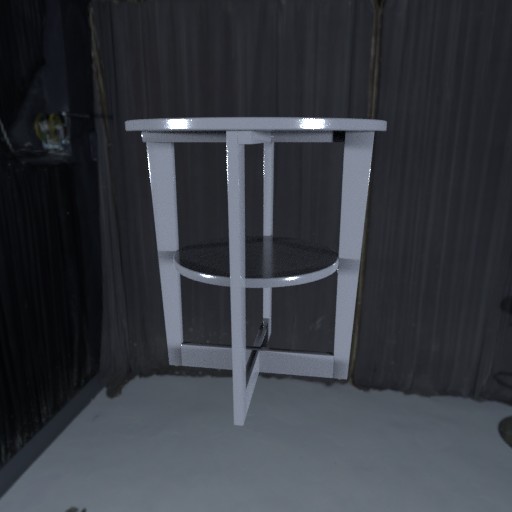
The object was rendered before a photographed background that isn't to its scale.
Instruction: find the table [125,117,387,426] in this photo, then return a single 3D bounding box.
[{"bbox_3d":[0.000,0.000,0.951,0.500,0.550,0.500,0,15,0],"label":"table"}]
